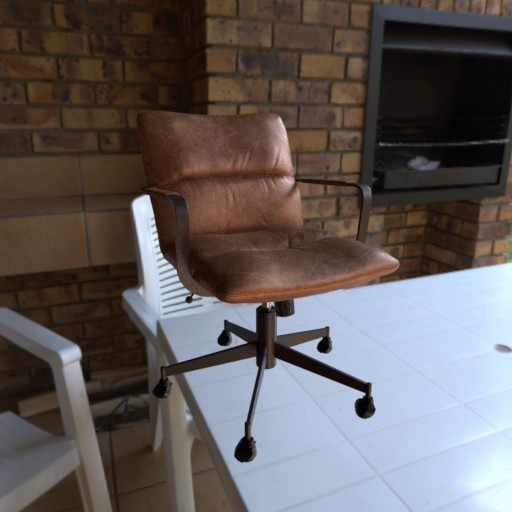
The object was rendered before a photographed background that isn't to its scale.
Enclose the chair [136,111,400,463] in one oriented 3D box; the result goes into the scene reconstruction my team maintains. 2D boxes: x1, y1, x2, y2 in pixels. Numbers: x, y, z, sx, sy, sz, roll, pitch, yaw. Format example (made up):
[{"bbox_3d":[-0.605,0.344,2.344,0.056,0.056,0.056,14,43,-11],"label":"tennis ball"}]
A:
[{"bbox_3d":[0.000,0.000,1.460,0.727,0.922,0.754,-8,18,-26],"label":"chair"}]
